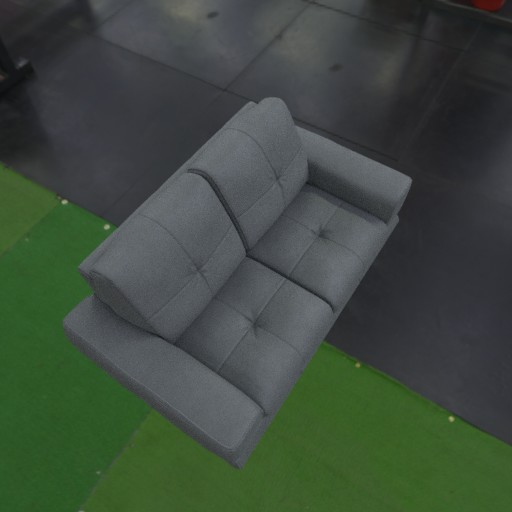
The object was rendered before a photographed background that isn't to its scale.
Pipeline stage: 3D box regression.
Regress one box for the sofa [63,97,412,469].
[{"bbox_3d":[0.000,0.000,2.354,1.018,0.907,1.806,30,63,17],"label":"sofa"}]
